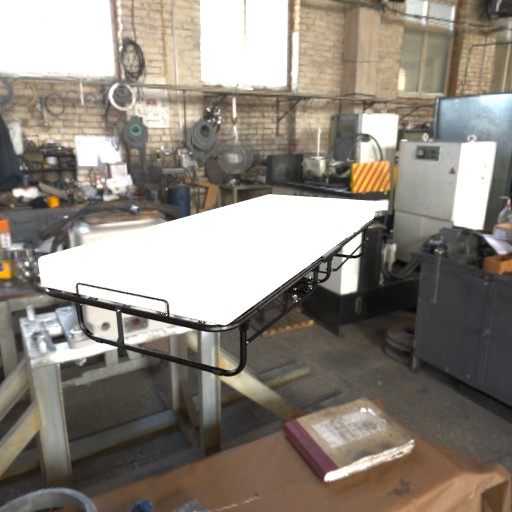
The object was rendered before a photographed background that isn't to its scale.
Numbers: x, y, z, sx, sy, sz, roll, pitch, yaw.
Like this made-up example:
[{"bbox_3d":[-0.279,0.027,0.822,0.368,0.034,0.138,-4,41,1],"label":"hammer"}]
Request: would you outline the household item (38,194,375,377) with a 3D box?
[{"bbox_3d":[0.000,0.000,2.190,0.787,0.356,1.905,8,17,26],"label":"household item"}]
